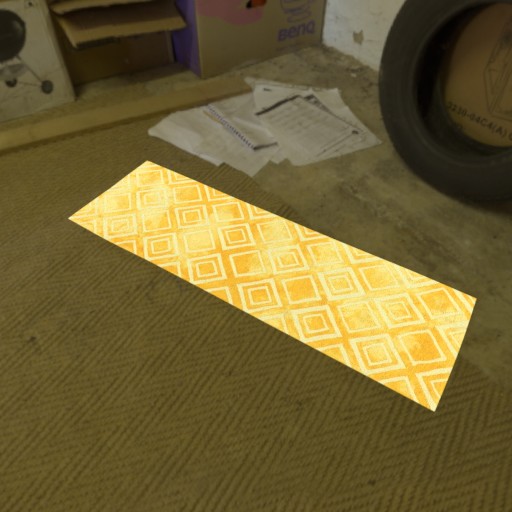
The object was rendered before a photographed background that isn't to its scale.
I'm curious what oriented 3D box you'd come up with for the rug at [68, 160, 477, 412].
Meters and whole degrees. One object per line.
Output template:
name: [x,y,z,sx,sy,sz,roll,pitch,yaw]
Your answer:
rug: [0.000,0.000,2.689,2.438,0.010,0.775,25,52,21]
